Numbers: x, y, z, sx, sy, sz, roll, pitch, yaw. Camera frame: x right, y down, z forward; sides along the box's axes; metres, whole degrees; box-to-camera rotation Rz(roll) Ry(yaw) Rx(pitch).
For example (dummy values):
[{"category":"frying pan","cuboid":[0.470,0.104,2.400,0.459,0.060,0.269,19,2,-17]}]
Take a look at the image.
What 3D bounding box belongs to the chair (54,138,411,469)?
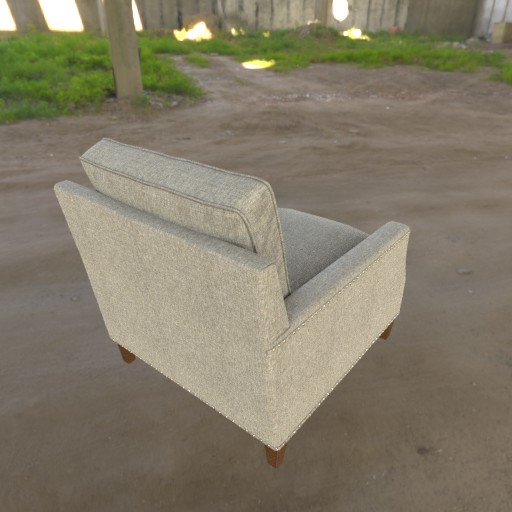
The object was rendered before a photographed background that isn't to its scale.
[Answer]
[{"category":"chair","cuboid":[0.000,0.000,1.672,0.853,0.943,1.014,22,36,33]}]
